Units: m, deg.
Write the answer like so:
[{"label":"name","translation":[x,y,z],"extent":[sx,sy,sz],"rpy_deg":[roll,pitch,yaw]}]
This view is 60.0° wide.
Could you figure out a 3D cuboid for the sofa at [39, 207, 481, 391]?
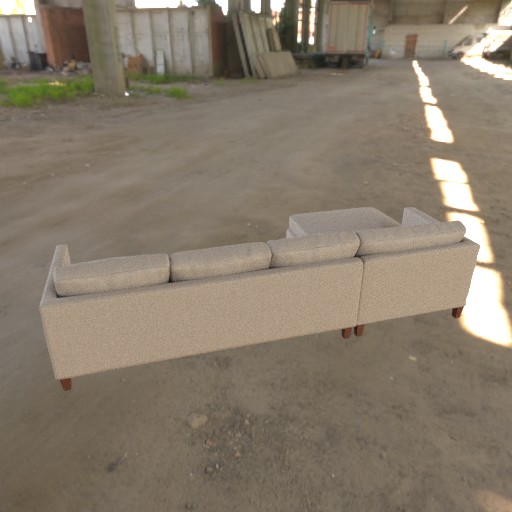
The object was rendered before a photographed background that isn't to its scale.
[{"label":"sofa","translation":[0.000,0.000,3.835],"extent":[3.186,0.846,1.625],"rpy_deg":[-7,27,-14]}]
